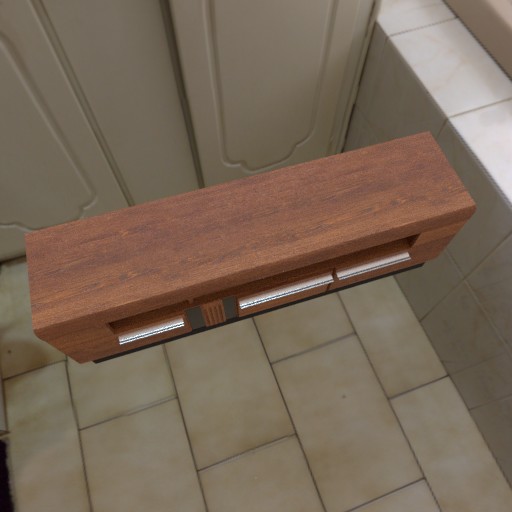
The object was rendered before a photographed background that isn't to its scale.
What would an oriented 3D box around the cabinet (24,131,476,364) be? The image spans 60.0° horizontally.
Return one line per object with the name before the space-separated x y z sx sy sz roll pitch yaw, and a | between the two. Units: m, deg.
cabinet | 0.000 0.000 1.827 1.600 0.510 0.419 -16 64 -8
